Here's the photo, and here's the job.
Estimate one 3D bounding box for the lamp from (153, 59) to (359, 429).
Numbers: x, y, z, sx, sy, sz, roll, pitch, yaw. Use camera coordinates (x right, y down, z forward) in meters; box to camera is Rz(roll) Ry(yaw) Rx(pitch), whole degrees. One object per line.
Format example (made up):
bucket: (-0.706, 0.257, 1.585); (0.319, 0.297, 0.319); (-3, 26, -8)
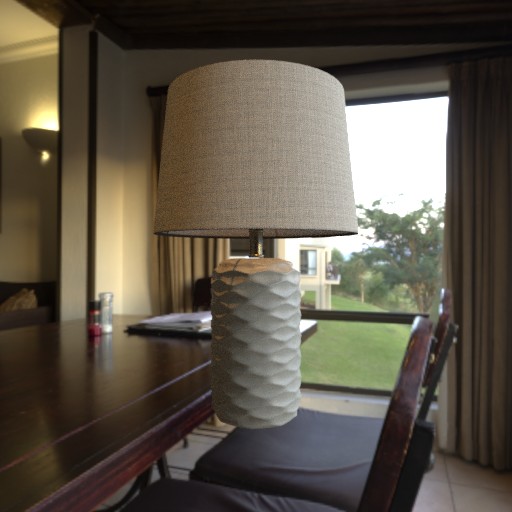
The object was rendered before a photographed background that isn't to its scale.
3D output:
lamp: (0.000, 0.000, 0.831); (0.376, 0.594, 0.376); (0, 0, 0)
